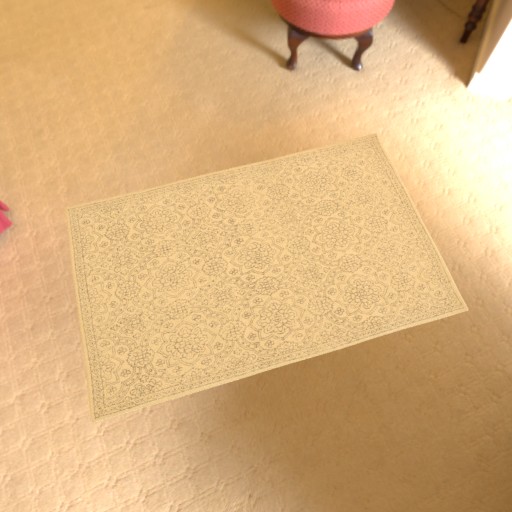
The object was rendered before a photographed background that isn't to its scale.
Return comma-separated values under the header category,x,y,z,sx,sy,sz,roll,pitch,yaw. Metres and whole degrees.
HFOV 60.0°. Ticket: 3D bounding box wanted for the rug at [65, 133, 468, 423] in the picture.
category,x,y,z,sx,sy,sz,roll,pitch,yaw
rug,0.000,0.000,3.023,2.434,0.023,1.518,-15,66,-7
